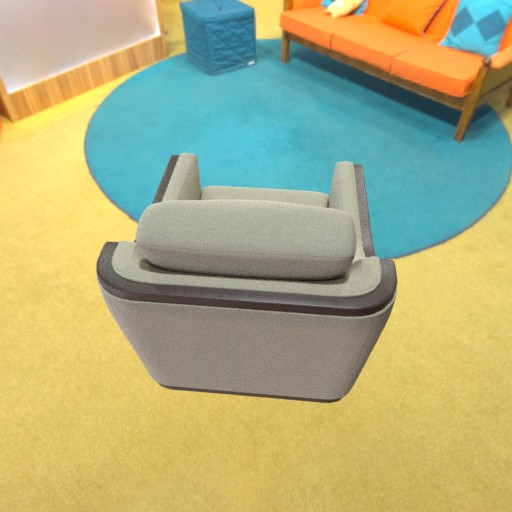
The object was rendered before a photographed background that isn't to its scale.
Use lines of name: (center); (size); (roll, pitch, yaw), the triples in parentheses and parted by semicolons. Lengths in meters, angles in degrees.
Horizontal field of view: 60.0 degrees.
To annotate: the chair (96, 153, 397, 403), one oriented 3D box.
chair: (0.000, 0.000, 1.696); (0.870, 0.930, 0.950); (4, 46, 4)
